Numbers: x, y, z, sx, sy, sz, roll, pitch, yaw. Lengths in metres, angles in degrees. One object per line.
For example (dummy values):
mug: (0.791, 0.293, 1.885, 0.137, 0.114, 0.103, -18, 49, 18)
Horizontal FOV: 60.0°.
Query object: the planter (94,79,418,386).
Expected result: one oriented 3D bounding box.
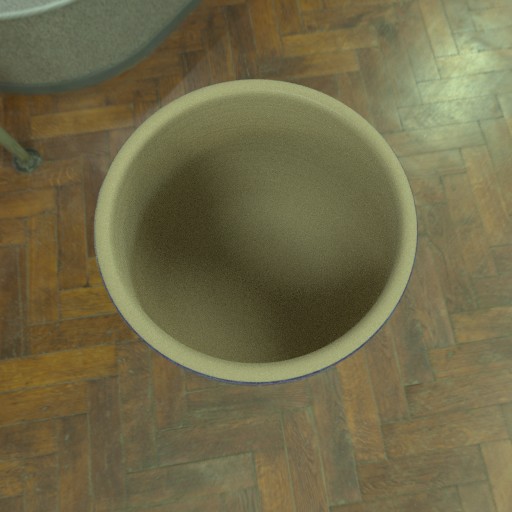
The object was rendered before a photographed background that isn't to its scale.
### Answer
planter: (0.000, 0.000, 0.293, 0.165, 0.149, 0.165, 0, 74, 0)
